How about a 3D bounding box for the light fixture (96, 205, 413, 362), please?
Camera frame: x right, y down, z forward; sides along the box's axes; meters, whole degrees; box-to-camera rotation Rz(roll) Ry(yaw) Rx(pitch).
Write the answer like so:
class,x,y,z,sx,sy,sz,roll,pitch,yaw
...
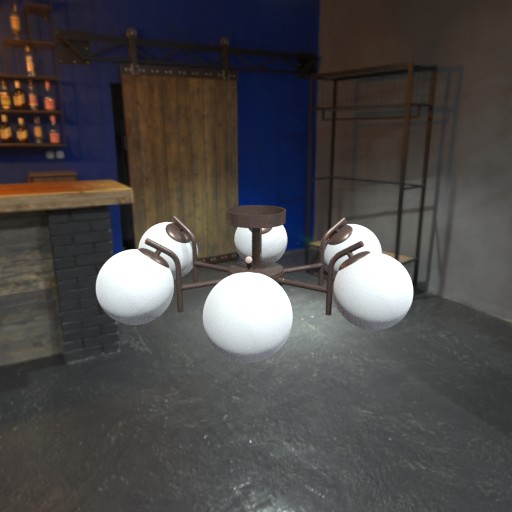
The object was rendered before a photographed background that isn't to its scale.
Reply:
class,x,y,z,sx,sy,sz,roll,pitch,yaw
light fixture,0.000,0.000,0.957,0.662,0.201,0.662,0,16,0
